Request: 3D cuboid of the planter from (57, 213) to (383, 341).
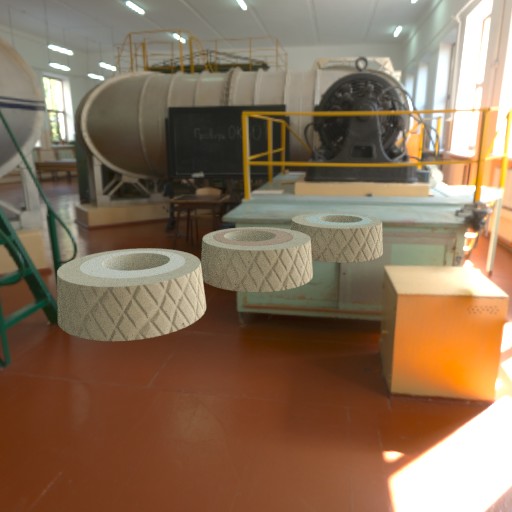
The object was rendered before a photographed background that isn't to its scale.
[{"bbox_3d":[0.000,0.000,0.445,0.114,0.038,0.390,14,20,43],"label":"planter"}]
